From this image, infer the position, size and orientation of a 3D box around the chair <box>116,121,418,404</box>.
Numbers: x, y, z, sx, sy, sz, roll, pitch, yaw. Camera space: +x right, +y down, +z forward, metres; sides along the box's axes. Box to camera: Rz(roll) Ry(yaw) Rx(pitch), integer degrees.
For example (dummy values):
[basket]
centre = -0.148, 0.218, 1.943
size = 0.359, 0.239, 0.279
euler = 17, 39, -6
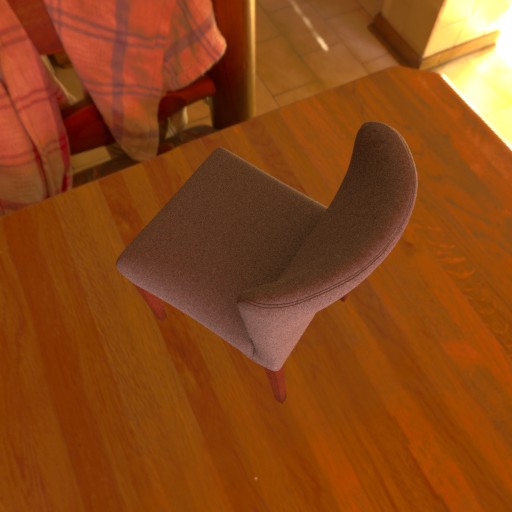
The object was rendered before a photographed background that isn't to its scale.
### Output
[chair]
centre = 0.000, 0.000, 1.185
size = 0.592, 0.839, 0.491
euler = 31, 67, 14
